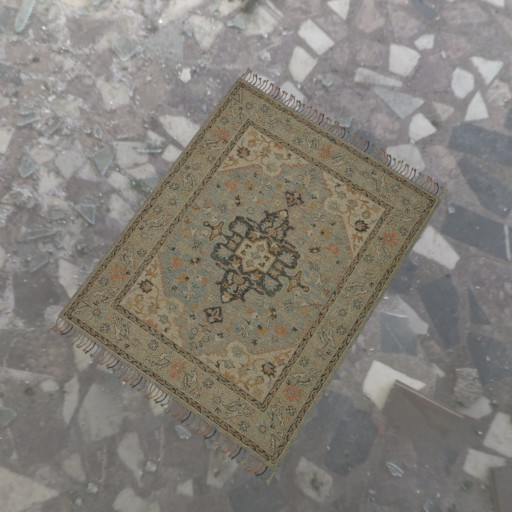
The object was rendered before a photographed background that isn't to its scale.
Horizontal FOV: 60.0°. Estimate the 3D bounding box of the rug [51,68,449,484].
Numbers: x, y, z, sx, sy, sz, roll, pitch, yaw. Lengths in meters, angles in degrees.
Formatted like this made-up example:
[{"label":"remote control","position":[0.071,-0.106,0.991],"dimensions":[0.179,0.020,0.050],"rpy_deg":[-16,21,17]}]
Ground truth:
[{"label":"rug","position":[0.000,0.000,3.440],"dimensions":[1.971,0.010,2.651],"rpy_deg":[33,80,7]}]
